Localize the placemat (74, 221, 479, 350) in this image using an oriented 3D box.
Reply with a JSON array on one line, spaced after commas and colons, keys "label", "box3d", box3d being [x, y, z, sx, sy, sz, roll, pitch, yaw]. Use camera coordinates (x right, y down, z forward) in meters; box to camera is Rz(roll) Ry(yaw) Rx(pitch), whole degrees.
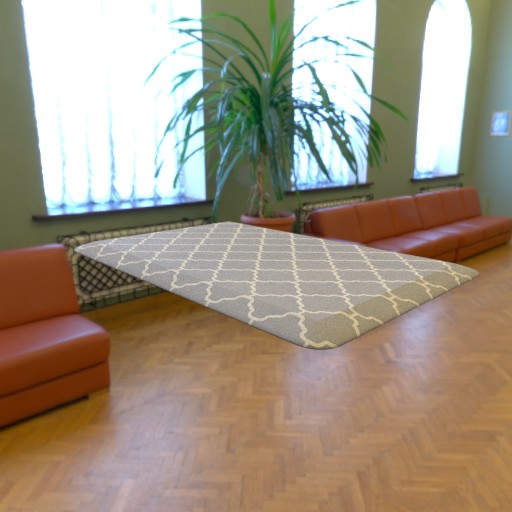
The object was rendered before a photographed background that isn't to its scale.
[{"label": "placemat", "box3d": [0.000, 0.000, 0.958, 0.508, 0.021, 0.762, -13, 19, -42]}]
